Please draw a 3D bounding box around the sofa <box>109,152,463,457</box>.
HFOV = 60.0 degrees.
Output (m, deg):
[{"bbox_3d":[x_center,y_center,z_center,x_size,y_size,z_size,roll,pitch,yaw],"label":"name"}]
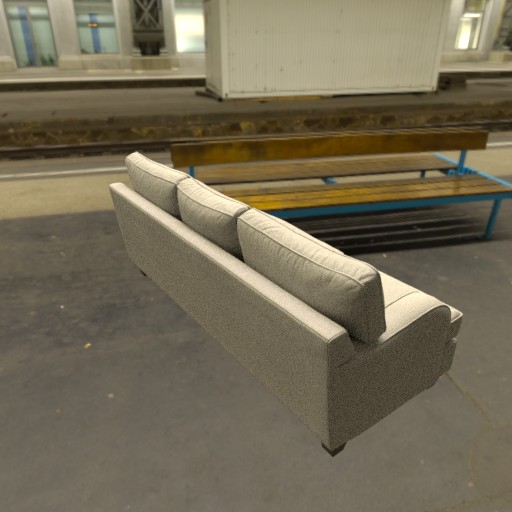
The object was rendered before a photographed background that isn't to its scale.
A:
[{"bbox_3d":[0.000,0.000,2.820,1.016,0.991,2.323,-19,32,-32],"label":"sofa"}]
